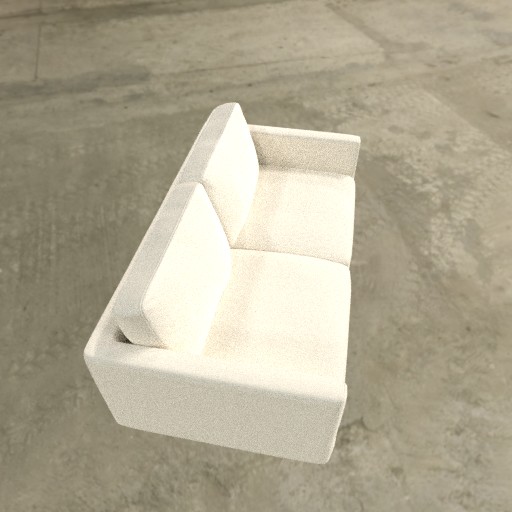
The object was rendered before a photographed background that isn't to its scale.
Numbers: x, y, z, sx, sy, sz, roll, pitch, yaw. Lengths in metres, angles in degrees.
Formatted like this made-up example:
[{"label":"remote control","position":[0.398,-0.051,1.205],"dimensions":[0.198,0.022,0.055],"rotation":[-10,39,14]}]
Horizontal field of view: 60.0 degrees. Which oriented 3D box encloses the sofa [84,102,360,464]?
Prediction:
[{"label":"sofa","position":[0.000,0.000,2.238],"dimensions":[0.964,0.888,1.702],"rotation":[8,46,8]}]
